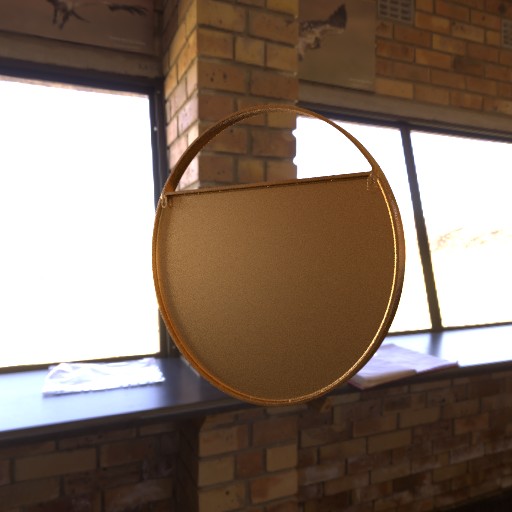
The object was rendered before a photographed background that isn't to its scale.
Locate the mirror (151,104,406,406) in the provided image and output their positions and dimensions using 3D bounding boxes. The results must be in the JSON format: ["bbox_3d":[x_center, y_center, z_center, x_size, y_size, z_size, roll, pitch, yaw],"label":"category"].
[{"bbox_3d":[0.000,0.000,0.858,0.565,0.565,0.032,1,1,35],"label":"mirror"}]
